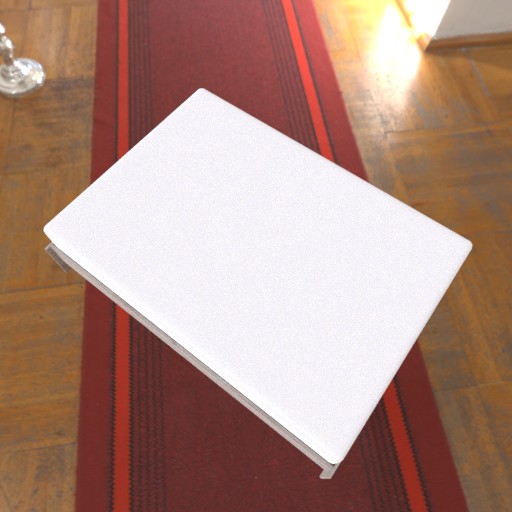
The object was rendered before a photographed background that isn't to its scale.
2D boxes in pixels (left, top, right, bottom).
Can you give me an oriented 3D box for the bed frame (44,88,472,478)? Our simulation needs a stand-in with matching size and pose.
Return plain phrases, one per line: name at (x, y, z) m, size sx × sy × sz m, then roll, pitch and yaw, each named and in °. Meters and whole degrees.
bed frame at (0.000, 0.000, 2.592) m, size 1.945 × 0.497 × 1.445 m, roll 34°, pitch 68°, yaw 16°
